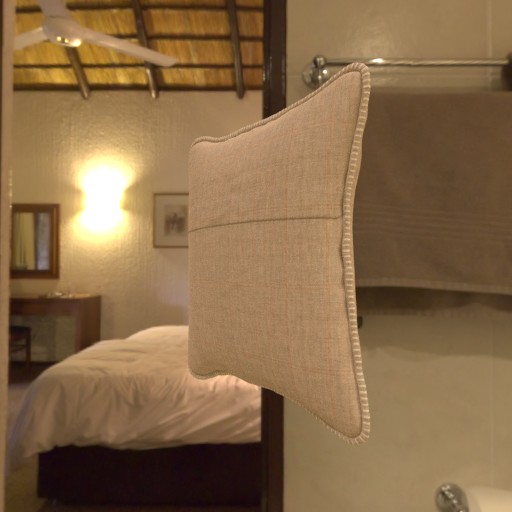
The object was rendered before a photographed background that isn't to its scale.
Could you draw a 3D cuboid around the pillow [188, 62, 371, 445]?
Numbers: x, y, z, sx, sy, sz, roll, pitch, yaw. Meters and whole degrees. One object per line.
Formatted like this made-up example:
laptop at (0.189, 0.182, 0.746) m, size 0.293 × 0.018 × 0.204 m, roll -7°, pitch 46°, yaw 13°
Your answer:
pillow at (0.000, 0.000, 0.747) m, size 0.124 × 0.494 × 0.485 m, roll 1°, pitch -1°, yaw -36°
